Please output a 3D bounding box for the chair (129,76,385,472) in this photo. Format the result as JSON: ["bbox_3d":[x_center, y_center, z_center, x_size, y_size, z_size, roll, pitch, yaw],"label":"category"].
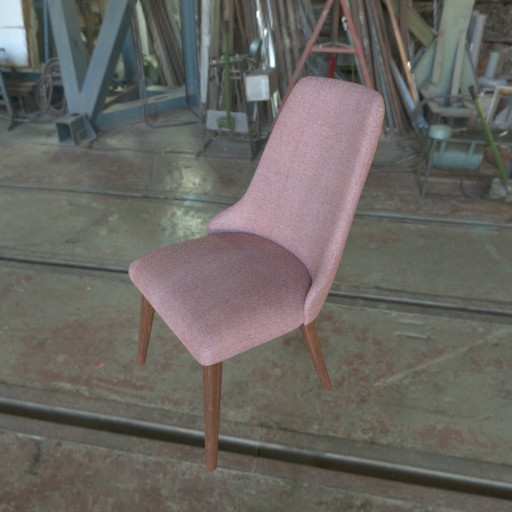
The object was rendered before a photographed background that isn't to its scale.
[{"bbox_3d":[0.000,0.000,1.346,0.707,0.918,0.535,-21,39,-29],"label":"chair"}]
